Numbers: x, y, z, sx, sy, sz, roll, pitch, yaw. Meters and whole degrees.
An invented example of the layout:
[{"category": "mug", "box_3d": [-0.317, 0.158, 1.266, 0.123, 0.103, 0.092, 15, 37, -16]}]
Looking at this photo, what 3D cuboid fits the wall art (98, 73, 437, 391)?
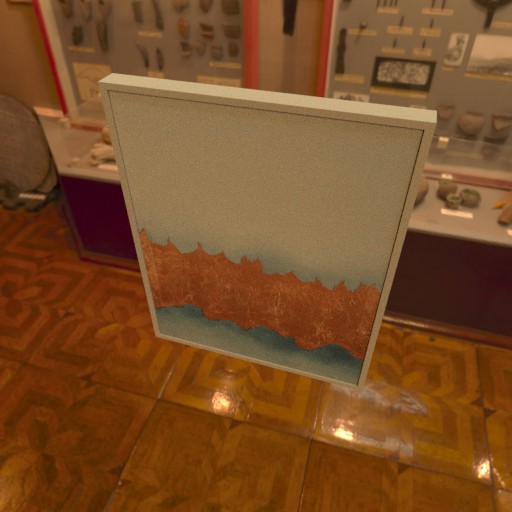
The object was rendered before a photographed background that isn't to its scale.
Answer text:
[{"category": "wall art", "box_3d": [0.000, 0.000, 0.759, 0.451, 0.553, 0.039, 12, 42, 13]}]
